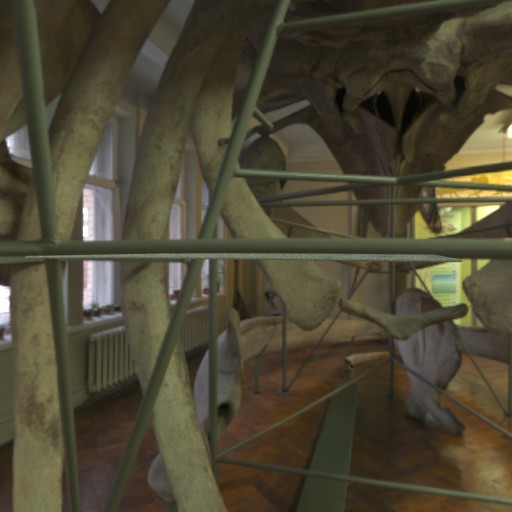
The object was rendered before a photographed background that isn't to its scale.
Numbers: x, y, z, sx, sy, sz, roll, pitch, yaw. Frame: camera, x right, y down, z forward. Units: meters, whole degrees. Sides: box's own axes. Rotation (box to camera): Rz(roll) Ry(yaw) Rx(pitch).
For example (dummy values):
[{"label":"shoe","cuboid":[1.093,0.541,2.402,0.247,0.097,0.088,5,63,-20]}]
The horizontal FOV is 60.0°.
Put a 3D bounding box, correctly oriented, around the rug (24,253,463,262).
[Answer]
[{"label":"rug","cuboid":[0.000,0.000,2.315,1.830,0.016,1.224,0,1,18]}]
